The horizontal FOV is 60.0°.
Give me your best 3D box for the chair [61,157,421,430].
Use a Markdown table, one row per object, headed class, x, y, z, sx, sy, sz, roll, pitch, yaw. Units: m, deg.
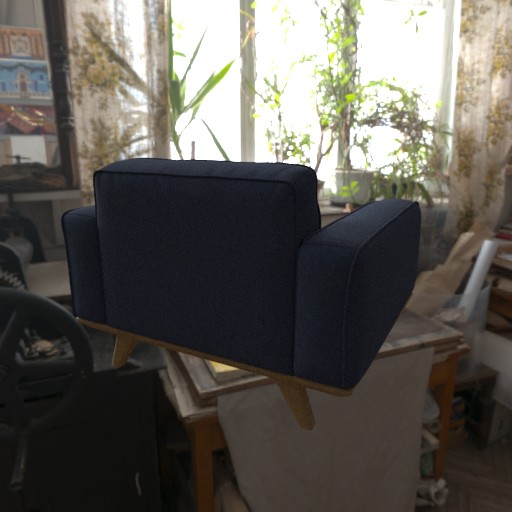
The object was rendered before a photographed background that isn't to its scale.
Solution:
| class | x | y | z | sx | sy | sz | roll | pitch | yaw |
| --- | --- | --- | --- | --- | --- | --- | --- | --- | --- |
| chair | 0.000 | 0.000 | 1.760 | 1.118 | 0.783 | 0.953 | 8 | 18 | 27 |
